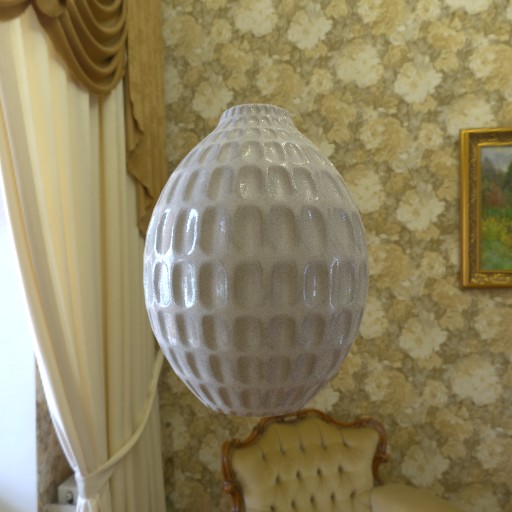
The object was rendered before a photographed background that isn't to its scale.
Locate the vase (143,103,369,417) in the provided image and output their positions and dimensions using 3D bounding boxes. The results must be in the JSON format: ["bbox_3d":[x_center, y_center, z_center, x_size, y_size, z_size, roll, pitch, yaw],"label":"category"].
[{"bbox_3d":[0.000,0.000,0.259,0.128,0.167,0.128,0,0,0],"label":"vase"}]
